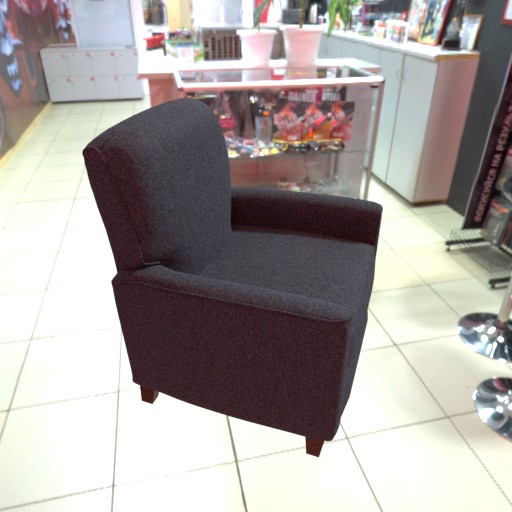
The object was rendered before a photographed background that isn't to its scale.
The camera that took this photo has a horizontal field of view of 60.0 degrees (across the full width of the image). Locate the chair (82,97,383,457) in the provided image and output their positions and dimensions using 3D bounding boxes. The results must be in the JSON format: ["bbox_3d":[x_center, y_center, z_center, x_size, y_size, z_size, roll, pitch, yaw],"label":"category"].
[{"bbox_3d":[0.000,0.000,1.637,0.850,1.016,0.839,11,33,17],"label":"chair"}]
